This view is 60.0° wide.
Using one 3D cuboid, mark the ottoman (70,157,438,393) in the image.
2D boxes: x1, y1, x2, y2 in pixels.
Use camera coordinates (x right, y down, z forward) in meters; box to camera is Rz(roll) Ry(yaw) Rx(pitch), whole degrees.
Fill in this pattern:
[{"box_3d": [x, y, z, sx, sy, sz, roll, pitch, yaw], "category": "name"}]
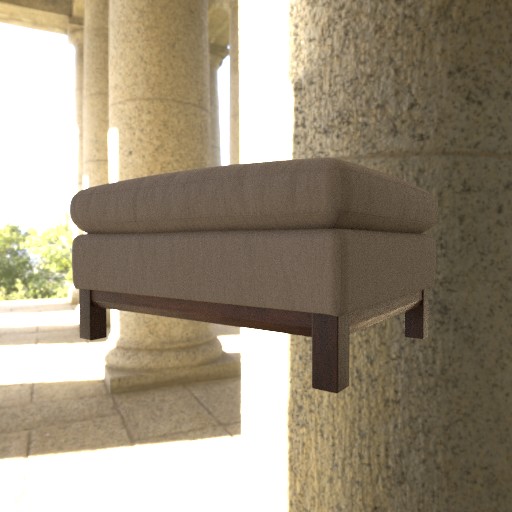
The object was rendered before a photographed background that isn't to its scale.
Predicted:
[{"box_3d": [0.000, 0.000, 1.136, 0.771, 0.420, 0.606, 1, 2, 36], "category": "ottoman"}]
